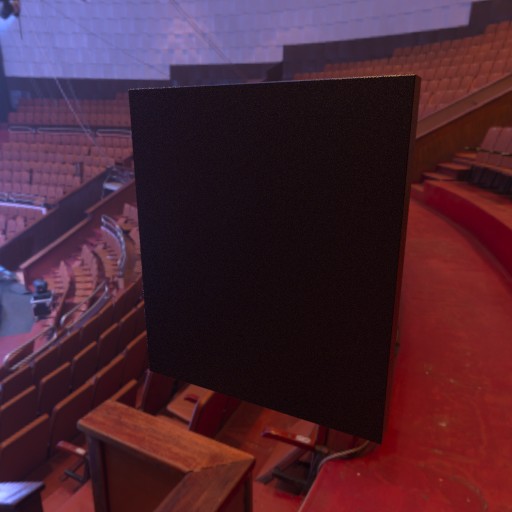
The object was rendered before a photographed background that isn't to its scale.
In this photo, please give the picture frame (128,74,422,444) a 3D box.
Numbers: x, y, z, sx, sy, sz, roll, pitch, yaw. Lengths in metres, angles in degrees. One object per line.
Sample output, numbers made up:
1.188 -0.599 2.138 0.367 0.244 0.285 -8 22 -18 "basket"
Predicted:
0.000 0.000 0.521 0.328 0.378 0.034 8 18 27 "picture frame"
